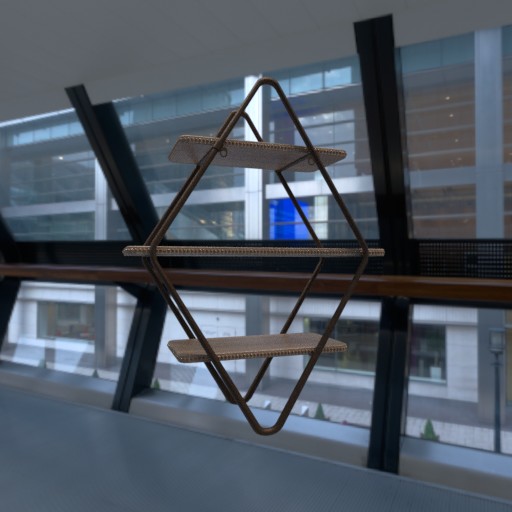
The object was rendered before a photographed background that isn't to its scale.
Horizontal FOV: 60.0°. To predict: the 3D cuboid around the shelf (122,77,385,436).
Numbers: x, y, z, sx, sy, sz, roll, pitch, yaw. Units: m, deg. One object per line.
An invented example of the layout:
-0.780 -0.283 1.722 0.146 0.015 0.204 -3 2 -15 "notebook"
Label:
0.000 0.000 1.063 0.609 0.774 0.234 0 -1 -19 "shelf"
